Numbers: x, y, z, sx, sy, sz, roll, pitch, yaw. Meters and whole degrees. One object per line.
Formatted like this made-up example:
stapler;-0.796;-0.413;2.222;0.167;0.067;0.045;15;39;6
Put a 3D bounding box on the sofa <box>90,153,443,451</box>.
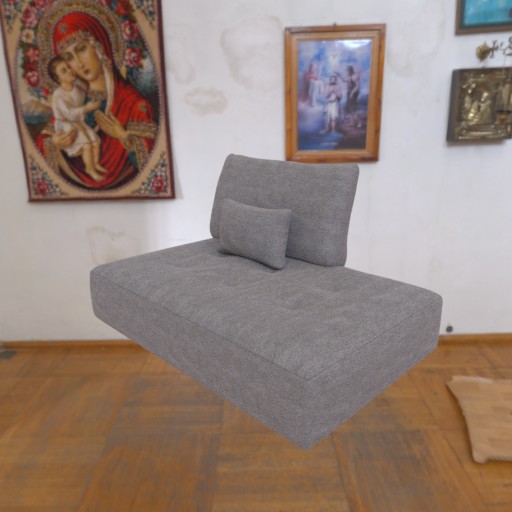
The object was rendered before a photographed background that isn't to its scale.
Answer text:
sofa;0.000;0.000;2.058;1.450;0.820;1.002;16;23;42
